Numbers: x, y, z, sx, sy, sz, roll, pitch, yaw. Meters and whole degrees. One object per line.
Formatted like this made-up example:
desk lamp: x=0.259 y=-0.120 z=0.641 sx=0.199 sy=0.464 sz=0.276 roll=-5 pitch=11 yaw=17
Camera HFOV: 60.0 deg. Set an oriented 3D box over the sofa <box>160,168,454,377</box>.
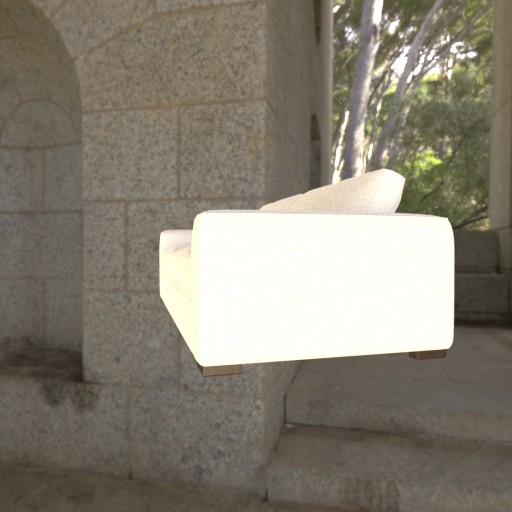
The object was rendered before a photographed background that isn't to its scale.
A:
sofa: x=0.000 y=0.000 z=2.723 sx=1.070 sy=0.801 sz=2.262 roll=0 pitch=1 yaw=-16
